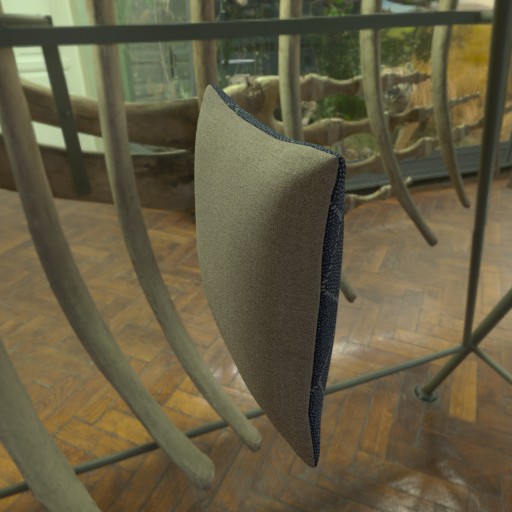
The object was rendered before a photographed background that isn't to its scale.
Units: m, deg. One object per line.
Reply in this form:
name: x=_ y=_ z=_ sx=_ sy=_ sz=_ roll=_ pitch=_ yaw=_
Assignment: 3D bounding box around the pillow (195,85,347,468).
pillow: x=0.000 y=0.000 z=0.664 sx=0.148 sy=0.428 sz=0.435 roll=-10 pitch=31 yaw=-17
